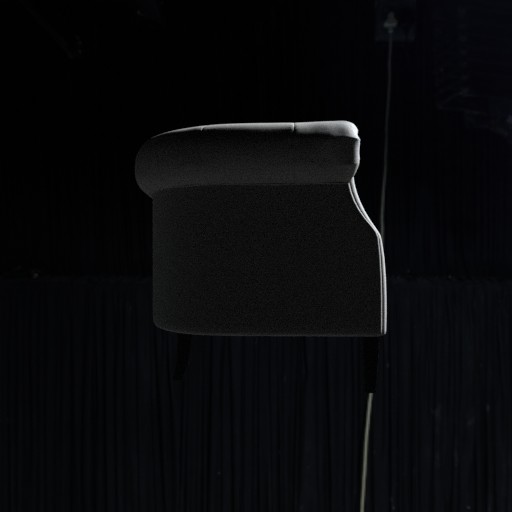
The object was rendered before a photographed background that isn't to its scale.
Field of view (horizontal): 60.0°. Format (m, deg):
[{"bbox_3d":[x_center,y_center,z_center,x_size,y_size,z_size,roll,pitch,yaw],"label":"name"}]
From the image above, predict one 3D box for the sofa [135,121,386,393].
[{"bbox_3d":[0.000,0.000,2.037,0.835,0.827,1.558,0,0,1],"label":"sofa"}]
